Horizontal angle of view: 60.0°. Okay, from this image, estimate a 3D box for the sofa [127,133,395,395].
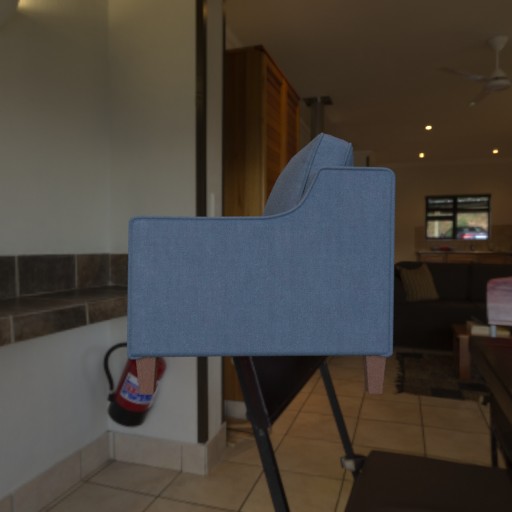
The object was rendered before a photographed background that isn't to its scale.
[{"bbox_3d":[0.000,0.000,2.807,1.066,1.071,2.178,0,1,-1],"label":"sofa"}]
